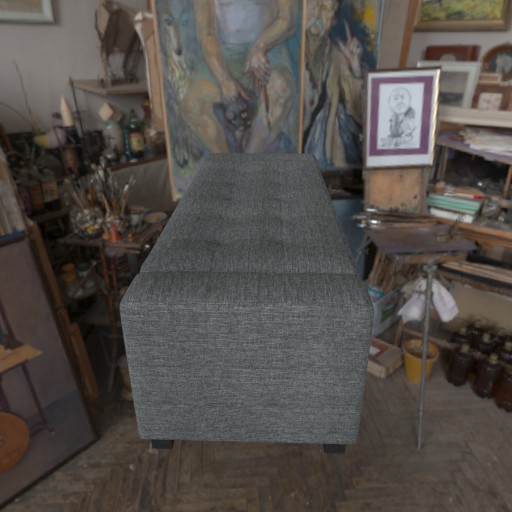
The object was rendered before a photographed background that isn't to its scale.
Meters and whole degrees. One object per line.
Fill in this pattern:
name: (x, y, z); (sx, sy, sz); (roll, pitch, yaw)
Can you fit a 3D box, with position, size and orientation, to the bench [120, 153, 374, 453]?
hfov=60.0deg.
bench: (0.000, 0.000, 1.525); (0.508, 0.445, 1.296); (1, 26, 2)
